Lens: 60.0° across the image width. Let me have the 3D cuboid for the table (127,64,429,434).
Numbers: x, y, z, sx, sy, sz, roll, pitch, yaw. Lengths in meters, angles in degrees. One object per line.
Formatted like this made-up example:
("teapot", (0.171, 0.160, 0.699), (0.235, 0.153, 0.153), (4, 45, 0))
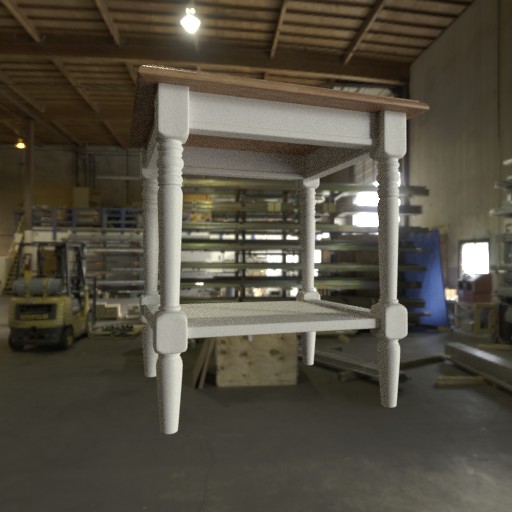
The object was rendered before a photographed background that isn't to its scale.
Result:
("table", (0.000, 0.000, 0.934), (0.508, 0.561, 0.457), (0, -1, -18))
